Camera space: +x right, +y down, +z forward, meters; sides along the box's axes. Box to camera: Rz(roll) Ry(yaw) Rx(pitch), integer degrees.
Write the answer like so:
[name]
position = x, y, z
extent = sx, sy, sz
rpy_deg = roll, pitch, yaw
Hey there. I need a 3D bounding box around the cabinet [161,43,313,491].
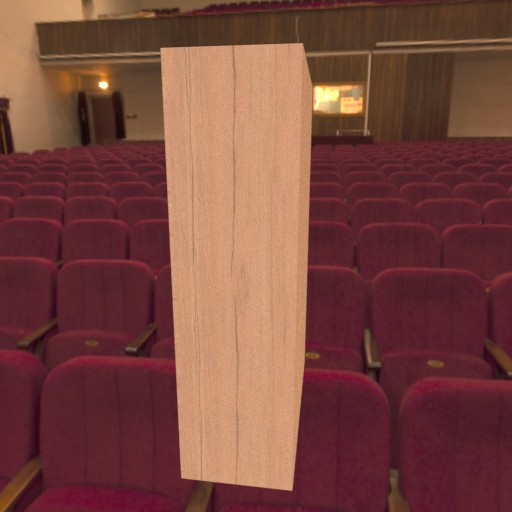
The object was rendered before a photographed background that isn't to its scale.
[cabinet]
position = 0.000, 0.000, 2.684
extent = 0.580, 2.070, 1.400
rpy_deg = 2, 14, 8
